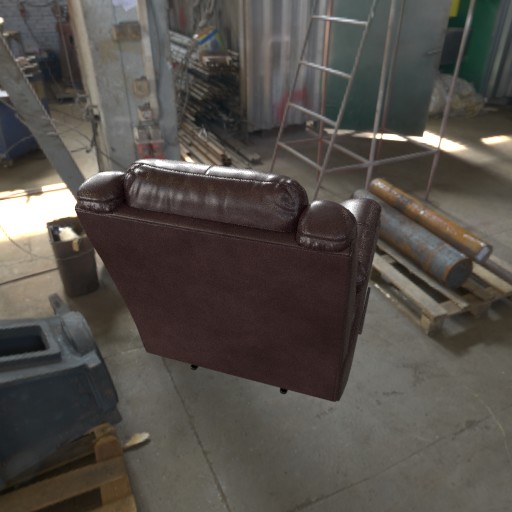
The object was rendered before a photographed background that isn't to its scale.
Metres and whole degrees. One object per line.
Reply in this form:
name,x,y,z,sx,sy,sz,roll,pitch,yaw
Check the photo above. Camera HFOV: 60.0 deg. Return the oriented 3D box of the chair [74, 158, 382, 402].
chair,0.000,0.000,1.934,0.990,1.093,1.041,10,34,16
